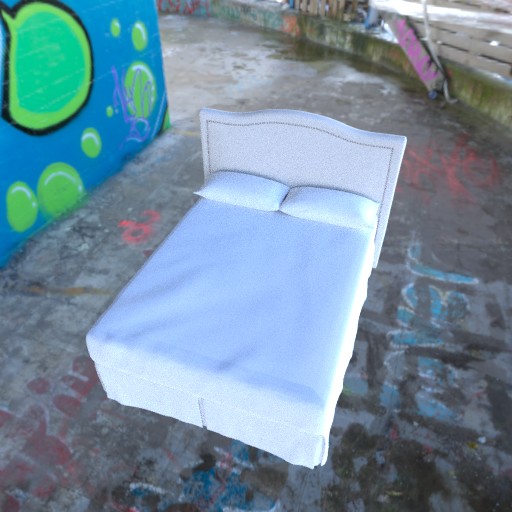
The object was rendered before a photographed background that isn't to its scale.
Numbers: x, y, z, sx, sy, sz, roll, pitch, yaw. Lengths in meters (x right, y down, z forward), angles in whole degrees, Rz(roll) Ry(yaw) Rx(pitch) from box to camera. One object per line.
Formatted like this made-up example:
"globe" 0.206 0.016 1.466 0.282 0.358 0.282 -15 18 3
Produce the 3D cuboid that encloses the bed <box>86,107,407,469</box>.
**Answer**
"bed" 0.000 0.000 3.320 1.753 1.460 2.143 13 42 15
